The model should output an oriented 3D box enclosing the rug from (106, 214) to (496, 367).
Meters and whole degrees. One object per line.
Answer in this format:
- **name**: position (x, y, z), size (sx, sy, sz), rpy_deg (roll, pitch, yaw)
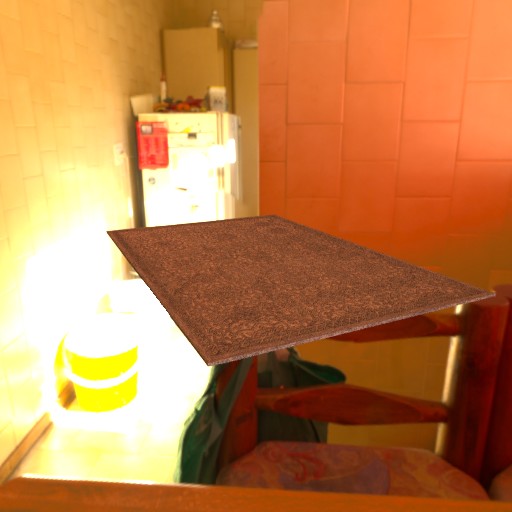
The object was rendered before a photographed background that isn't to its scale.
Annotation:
- **rug**: position (0.000, 0.000, 2.273), size (1.208, 0.012, 1.819), rpy_deg (-8, 18, -25)
